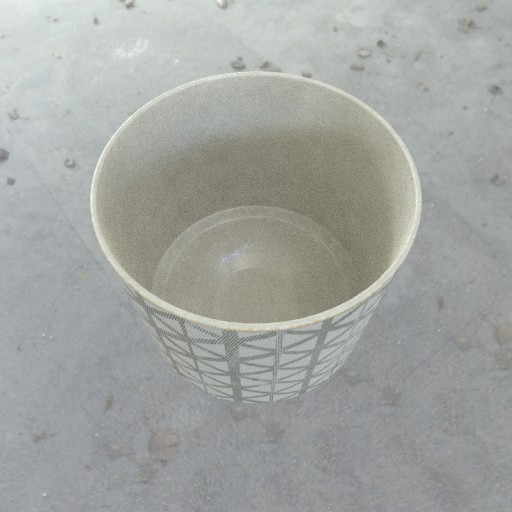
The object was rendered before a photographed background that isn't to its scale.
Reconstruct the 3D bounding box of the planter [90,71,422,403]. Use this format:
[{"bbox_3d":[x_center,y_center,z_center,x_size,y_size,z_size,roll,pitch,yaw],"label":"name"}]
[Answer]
[{"bbox_3d":[0.000,0.000,0.441,0.250,0.239,0.250,0,59,0],"label":"planter"}]
